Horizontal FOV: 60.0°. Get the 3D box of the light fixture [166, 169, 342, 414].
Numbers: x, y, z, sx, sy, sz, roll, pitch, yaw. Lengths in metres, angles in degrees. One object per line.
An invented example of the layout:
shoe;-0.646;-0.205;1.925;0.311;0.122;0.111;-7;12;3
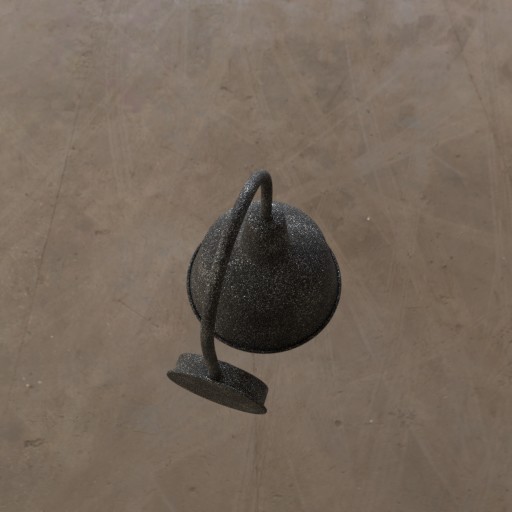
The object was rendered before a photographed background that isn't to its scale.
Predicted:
light fixture;0.000;0.000;0.497;0.216;0.300;0.283;17;63;9
